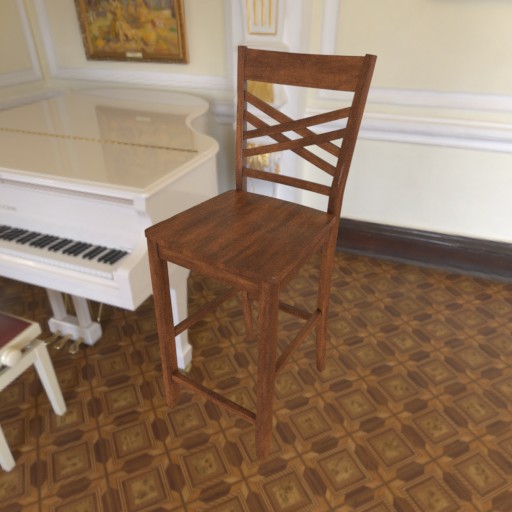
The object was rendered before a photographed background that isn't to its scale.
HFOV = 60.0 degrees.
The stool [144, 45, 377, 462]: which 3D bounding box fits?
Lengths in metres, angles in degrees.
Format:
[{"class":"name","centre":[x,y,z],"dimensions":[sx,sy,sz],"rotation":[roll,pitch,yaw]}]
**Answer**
[{"class":"stool","centre":[0.000,0.000,1.336],"dimensions":[0.426,1.098,0.504],"rotation":[19,35,28]}]
